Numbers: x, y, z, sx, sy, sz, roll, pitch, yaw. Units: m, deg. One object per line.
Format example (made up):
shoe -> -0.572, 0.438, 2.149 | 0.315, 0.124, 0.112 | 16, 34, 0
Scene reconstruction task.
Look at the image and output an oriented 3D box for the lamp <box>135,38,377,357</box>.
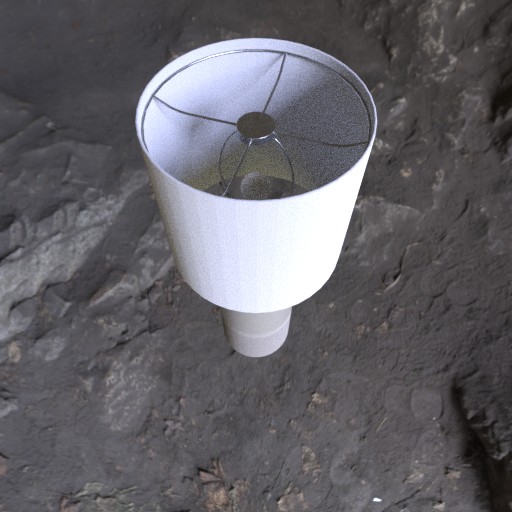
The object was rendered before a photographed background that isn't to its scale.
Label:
lamp -> 0.000, 0.000, 0.600 | 0.212, 0.493, 0.212 | 15, 59, 9
